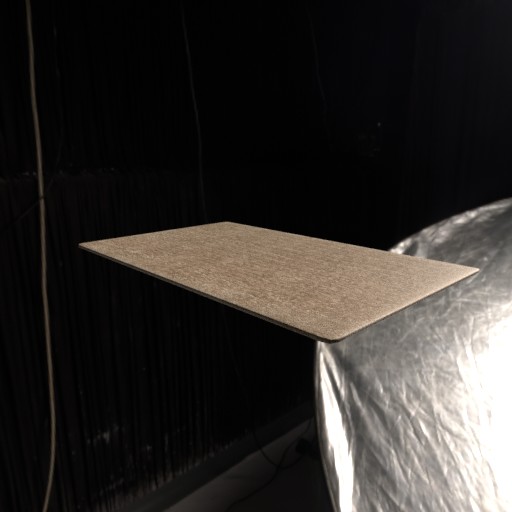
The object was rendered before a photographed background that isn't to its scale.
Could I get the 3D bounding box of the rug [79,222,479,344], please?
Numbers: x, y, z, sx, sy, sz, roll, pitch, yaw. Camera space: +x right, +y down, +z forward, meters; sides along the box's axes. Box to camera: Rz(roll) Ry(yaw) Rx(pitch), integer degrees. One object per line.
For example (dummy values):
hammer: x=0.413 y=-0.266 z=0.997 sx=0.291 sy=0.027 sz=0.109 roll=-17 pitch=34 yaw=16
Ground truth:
rug: x=0.000 y=0.000 z=3.116 sx=1.539 sy=0.024 sz=2.469 roll=-13 pitch=19 yaw=-42
